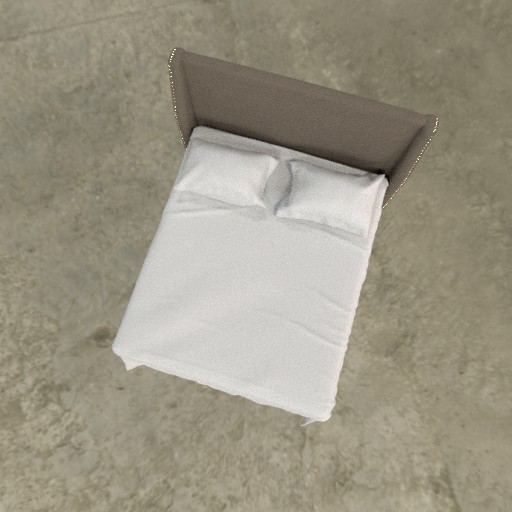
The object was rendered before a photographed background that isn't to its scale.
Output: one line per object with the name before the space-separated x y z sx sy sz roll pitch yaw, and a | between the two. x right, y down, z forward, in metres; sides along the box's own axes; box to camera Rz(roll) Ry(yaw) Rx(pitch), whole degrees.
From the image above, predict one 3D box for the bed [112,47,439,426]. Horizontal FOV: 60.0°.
bed | 0.000 0.000 3.399 1.925 1.332 2.276 16 76 4
